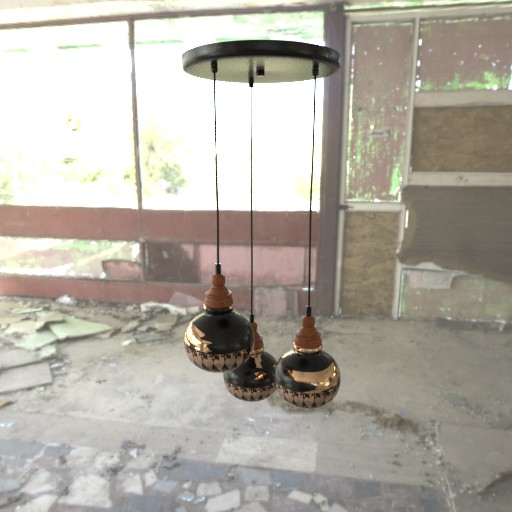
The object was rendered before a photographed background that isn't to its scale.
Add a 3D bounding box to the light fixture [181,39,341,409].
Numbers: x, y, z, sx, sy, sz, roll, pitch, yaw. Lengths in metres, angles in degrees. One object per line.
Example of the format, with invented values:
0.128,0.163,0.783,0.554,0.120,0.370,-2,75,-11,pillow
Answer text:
0.000,0.000,1.700,0.605,1.410,0.608,-12,18,-43,light fixture
